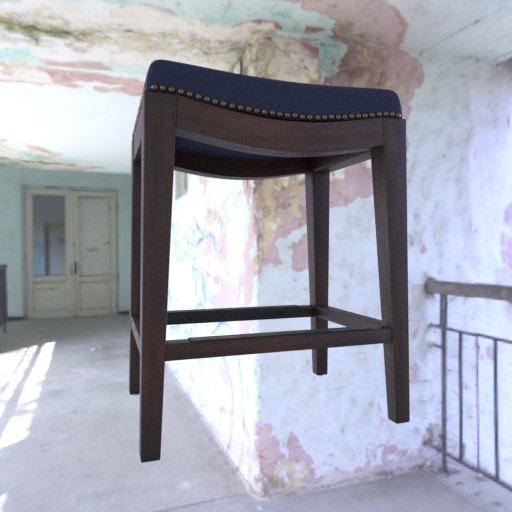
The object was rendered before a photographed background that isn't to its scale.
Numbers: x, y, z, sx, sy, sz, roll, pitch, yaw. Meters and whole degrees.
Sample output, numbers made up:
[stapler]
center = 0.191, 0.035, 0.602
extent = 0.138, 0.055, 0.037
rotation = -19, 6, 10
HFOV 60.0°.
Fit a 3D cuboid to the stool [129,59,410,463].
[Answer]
[stool]
center = 0.000, 0.000, 0.931
extent = 0.500, 0.642, 0.361
rotation = 0, 1, -19
